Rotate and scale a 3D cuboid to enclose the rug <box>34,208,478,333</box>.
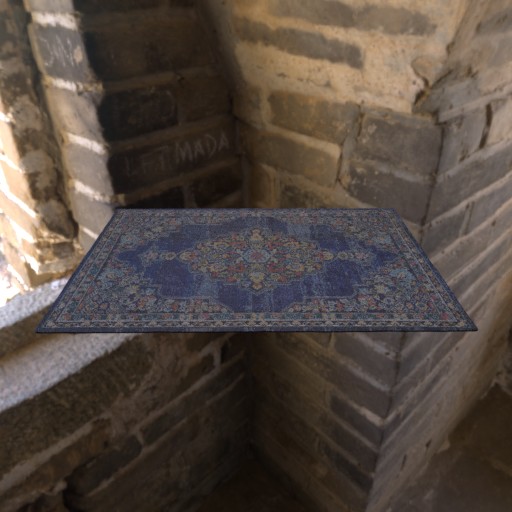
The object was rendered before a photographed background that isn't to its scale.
[{"bbox_3d":[0.000,0.000,3.801,2.940,0.011,2.053,0,29,0],"label":"rug"}]
